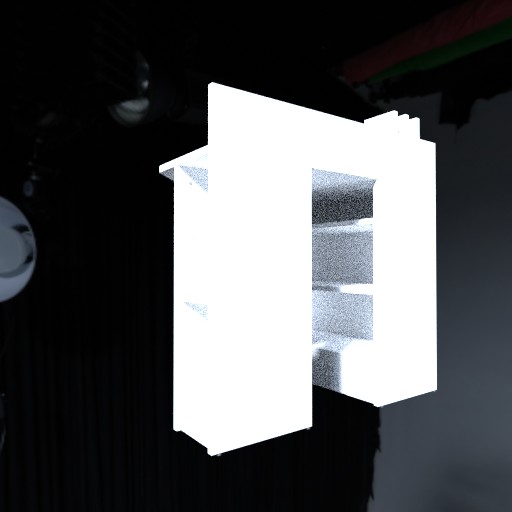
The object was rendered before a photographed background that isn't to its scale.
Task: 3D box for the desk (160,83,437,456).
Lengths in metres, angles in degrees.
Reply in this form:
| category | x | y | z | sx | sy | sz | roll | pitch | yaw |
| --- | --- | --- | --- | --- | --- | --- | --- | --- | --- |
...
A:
| category | x | y | z | sx | sy | sz | roll | pitch | yaw |
| --- | --- | --- | --- | --- | --- | --- | --- | --- | --- |
| desk | 0.000 | 0.000 | 1.723 | 0.940 | 0.986 | 0.940 | 1 | -1 | -36 |
